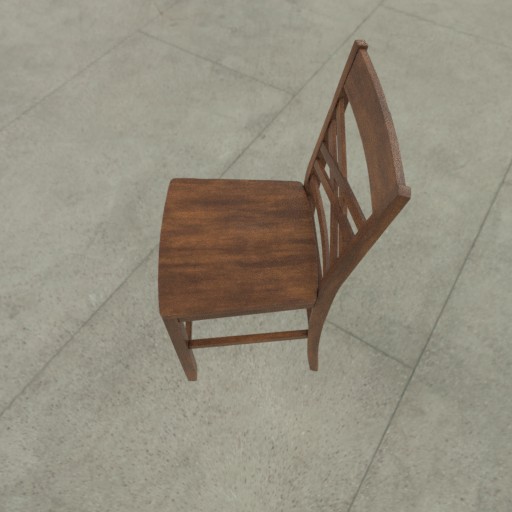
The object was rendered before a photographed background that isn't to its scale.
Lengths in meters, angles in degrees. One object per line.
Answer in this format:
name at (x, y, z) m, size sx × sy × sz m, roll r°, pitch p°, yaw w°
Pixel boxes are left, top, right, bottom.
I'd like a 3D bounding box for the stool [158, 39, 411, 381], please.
stool at (0.000, 0.000, 1.327) m, size 0.539 × 1.079 × 0.462 m, roll -2°, pitch 58°, yaw -1°
